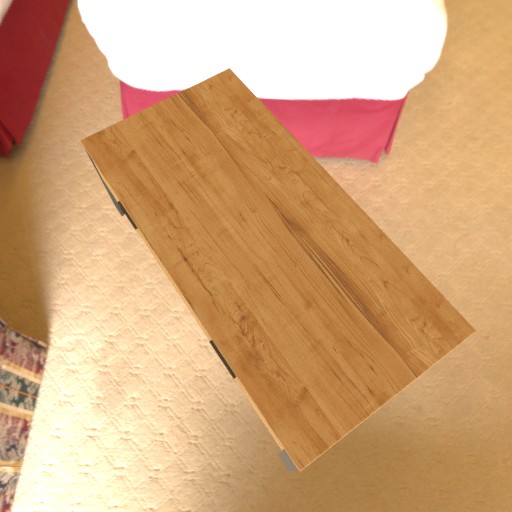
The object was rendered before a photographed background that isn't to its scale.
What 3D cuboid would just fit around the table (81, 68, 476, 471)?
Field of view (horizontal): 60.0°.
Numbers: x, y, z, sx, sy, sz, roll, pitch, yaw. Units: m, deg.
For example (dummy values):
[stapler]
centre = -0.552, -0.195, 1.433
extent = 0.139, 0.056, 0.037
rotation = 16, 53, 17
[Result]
[table]
centre = 0.000, 0.000, 1.482
extent = 0.590, 0.400, 1.180
rotation = -32, 68, -14
